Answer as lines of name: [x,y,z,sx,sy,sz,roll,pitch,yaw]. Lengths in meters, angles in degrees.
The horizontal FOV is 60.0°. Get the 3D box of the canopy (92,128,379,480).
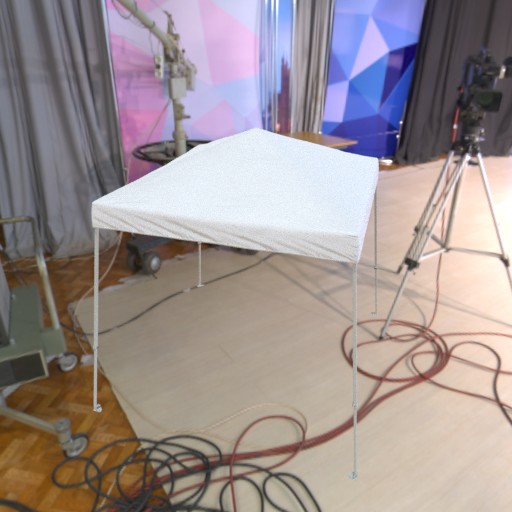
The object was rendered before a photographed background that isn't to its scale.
canopy: [0.000,0.000,5.046,2.850,2.850,2.849,8,28,15]
